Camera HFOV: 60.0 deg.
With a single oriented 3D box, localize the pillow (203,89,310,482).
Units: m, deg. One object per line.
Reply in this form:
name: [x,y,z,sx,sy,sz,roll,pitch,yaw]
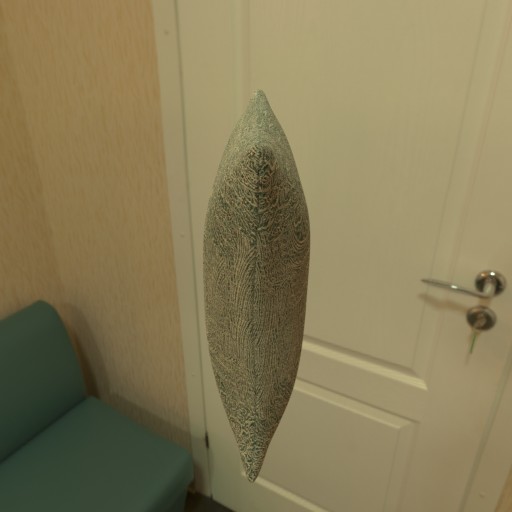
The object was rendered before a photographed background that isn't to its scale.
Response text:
pillow: [0.000,0.000,0.789,0.166,0.507,0.526,0,27,0]
